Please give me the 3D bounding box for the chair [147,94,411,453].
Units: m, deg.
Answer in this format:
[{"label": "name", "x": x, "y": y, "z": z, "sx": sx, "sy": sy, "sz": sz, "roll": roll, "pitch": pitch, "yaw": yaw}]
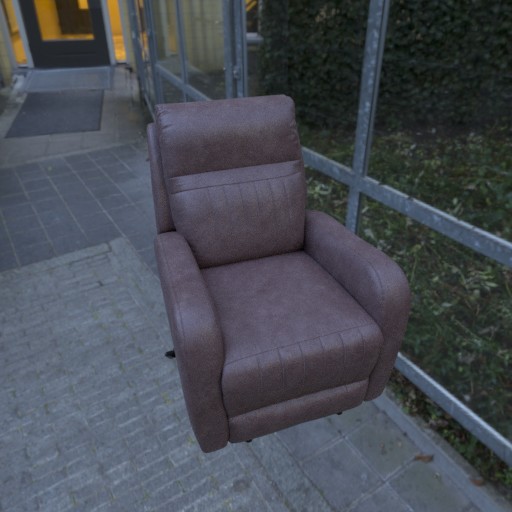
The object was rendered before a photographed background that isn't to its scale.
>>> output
[{"label": "chair", "x": 0.000, "y": 0.000, "z": 1.819, "sx": 0.865, "sy": 1.067, "sz": 1.067, "roll": -10, "pitch": 34, "yaw": -16}]
